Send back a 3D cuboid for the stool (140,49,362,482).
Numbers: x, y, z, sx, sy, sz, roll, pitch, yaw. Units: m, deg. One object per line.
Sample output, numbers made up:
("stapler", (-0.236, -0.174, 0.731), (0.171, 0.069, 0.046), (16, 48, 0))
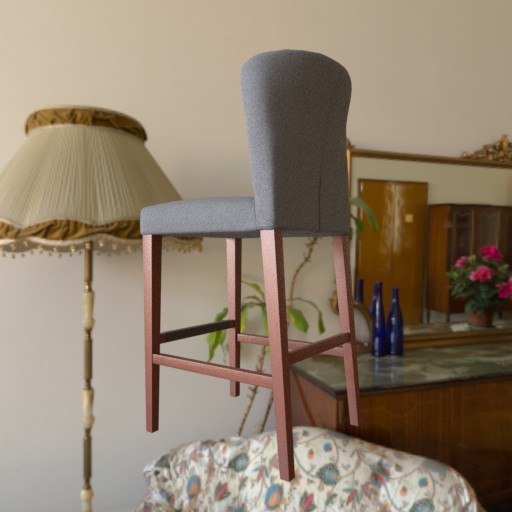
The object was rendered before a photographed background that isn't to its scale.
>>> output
("stool", (0.000, 0.000, 1.375), (0.568, 1.069, 0.481), (0, 1, 36))
